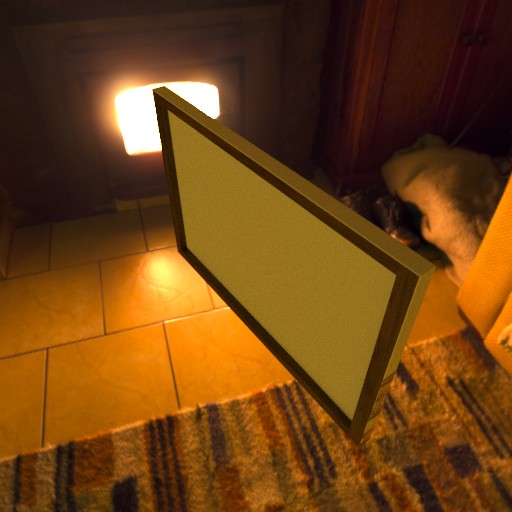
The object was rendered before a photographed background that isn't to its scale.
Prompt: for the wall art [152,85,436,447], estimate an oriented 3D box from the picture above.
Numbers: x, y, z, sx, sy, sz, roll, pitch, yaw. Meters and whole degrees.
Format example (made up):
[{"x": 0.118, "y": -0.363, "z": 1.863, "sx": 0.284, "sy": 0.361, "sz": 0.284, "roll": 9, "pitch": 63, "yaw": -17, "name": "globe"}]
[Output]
[{"x": 0.000, "y": 0.000, "z": 1.469, "sx": 0.051, "sy": 0.761, "sz": 1.138, "roll": -27, "pitch": 49, "yaw": -26, "name": "wall art"}]
